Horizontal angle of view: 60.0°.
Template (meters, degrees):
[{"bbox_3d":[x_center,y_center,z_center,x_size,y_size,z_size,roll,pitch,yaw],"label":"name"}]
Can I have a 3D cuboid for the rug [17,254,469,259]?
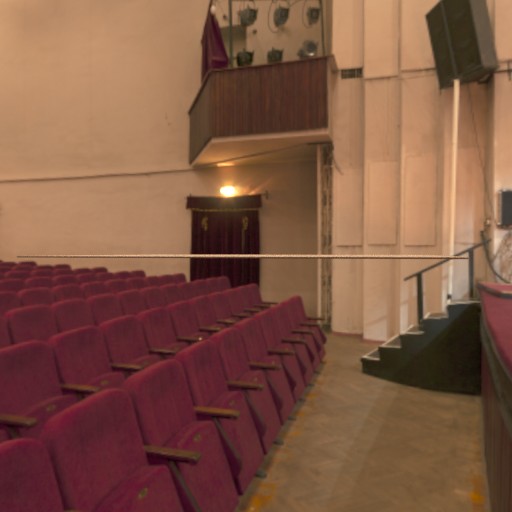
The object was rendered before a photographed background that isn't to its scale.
[{"bbox_3d":[0.000,0.000,2.846,2.238,0.008,1.593,0,0,16],"label":"rug"}]
